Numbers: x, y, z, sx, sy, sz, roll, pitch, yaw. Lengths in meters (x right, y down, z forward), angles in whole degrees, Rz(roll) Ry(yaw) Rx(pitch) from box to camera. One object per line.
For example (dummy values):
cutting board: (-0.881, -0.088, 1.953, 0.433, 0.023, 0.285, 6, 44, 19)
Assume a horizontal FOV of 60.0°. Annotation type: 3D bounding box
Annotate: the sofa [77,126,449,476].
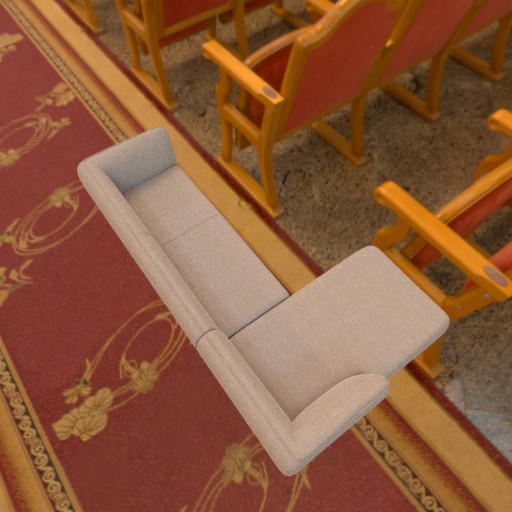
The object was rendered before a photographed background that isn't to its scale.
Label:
sofa: (0.000, 0.000, 3.321, 1.532, 0.693, 2.653, -32, 64, -18)
